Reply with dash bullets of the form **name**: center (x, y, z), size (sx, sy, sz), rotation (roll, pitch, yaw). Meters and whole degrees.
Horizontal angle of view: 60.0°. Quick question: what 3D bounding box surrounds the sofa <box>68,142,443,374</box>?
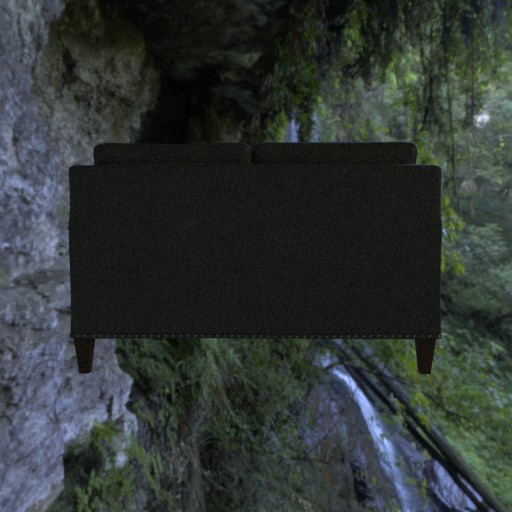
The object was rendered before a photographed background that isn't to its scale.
- **sofa**: center (0.000, 0.000, 2.297), size (1.597, 1.003, 1.084), rotation (0, -1, 0)
